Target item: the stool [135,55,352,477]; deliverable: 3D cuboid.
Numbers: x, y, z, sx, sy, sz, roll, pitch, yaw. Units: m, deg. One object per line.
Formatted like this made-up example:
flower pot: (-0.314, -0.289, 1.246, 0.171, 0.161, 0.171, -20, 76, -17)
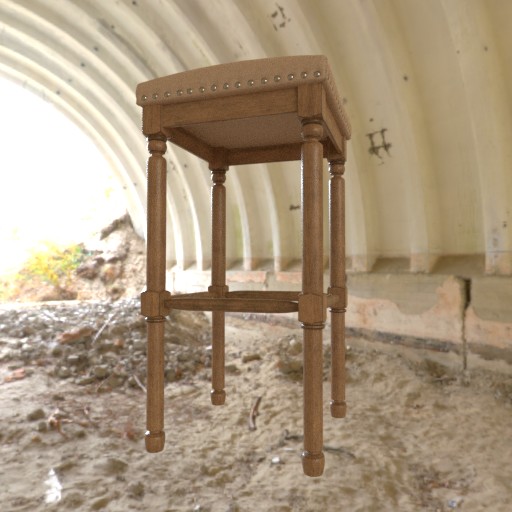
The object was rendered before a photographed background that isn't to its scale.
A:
stool: (0.000, 0.000, 0.983, 0.383, 0.768, 0.382, -1, -2, 18)
